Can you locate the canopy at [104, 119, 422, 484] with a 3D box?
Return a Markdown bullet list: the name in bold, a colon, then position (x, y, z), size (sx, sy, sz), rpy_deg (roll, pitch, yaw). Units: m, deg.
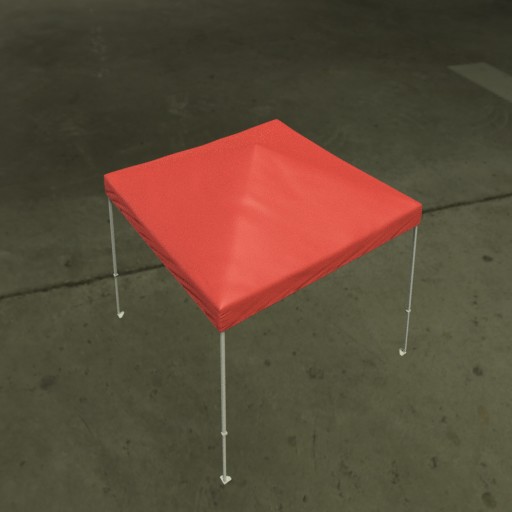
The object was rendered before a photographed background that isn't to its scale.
- **canopy**: position (0.000, 0.000, 5.154), size (2.848, 2.849, 2.849), rpy_deg (-26, 48, -26)
